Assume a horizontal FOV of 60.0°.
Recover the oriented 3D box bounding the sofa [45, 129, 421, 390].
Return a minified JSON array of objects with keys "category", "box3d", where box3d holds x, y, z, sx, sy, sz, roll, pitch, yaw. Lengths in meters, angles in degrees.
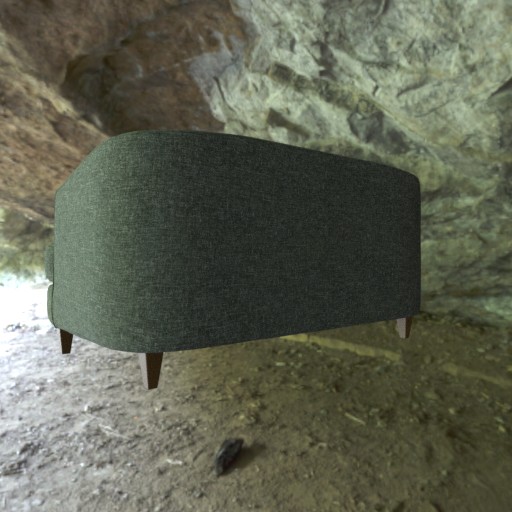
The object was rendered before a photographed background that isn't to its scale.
[{"category":"sofa","box3d":[0.000,0.000,2.157,1.733,0.855,0.941,0,0,-38]}]
